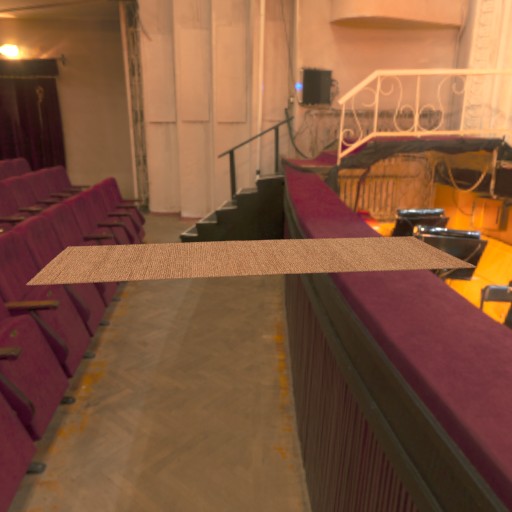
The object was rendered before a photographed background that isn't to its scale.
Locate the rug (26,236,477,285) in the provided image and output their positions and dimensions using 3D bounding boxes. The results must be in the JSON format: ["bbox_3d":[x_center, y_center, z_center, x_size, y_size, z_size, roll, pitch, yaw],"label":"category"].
[{"bbox_3d":[0.000,0.000,2.678,2.390,0.014,0.741,-2,16,-7],"label":"rug"}]
